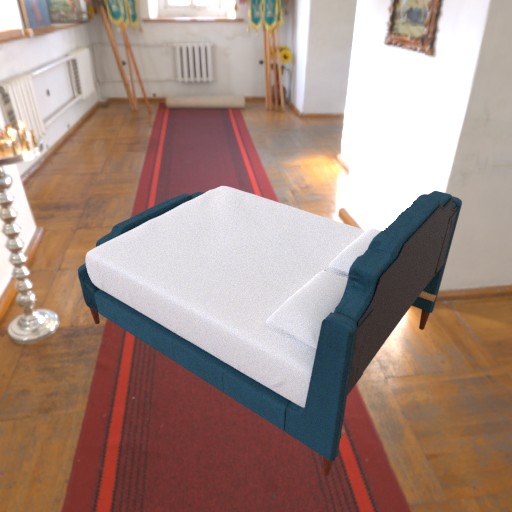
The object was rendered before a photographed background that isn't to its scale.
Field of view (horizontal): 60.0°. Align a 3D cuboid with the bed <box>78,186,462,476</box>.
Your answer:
[{"bbox_3d":[0.000,0.000,3.331,2.322,1.351,1.676,22,39,31],"label":"bed"}]
